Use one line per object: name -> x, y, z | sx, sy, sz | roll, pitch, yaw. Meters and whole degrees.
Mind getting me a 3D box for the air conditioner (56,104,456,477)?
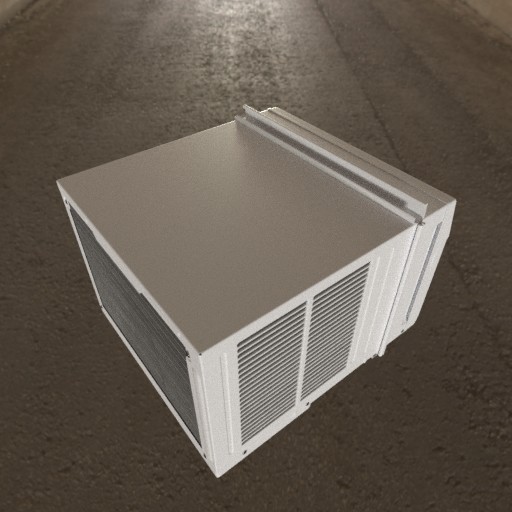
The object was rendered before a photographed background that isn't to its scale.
air conditioner -> 0.000, 0.000, 0.893 | 0.546, 0.388, 0.503 | -27, 49, -27
